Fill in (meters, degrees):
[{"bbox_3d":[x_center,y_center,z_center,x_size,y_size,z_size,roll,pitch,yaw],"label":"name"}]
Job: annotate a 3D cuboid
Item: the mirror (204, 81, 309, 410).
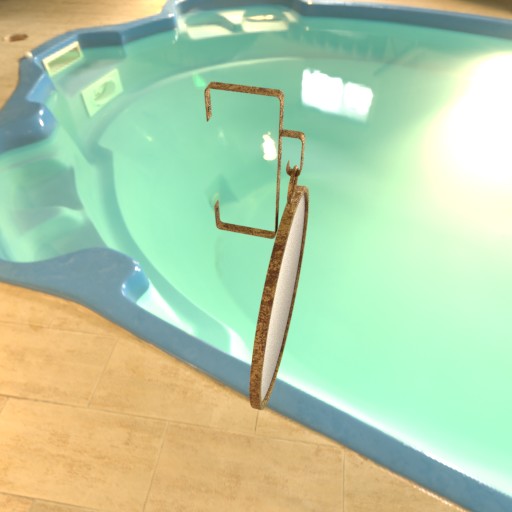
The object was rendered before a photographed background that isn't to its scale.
[{"bbox_3d":[0.000,0.000,0.836,0.144,0.651,0.447,11,47,10],"label":"mirror"}]
